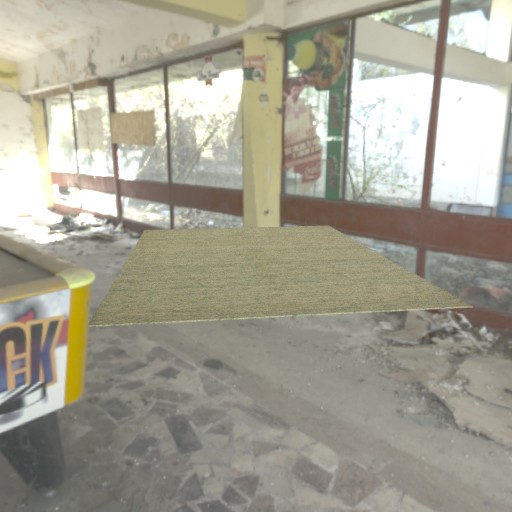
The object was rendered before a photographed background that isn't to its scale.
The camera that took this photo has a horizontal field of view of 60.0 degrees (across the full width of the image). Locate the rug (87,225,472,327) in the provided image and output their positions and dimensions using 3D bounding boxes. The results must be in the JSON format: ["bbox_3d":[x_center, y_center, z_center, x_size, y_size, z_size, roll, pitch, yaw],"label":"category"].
[{"bbox_3d":[0.000,0.000,4.296,2.437,0.014,3.201,-2,14,-8],"label":"rug"}]
